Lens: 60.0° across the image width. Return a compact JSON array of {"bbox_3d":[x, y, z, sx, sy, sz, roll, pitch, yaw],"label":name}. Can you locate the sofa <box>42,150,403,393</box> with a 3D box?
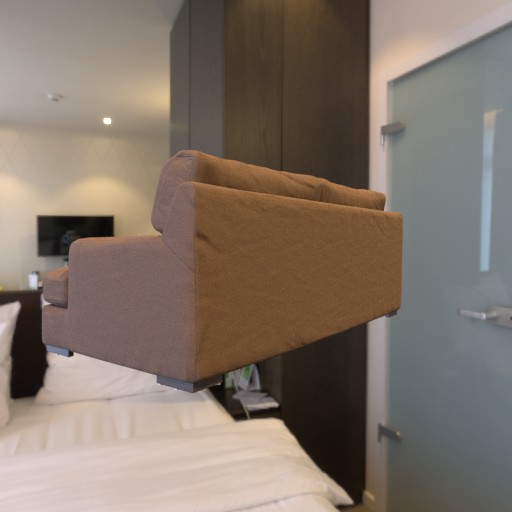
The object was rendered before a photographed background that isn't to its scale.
[{"bbox_3d":[0.000,0.000,2.827,1.140,0.950,2.274,1,2,37],"label":"sofa"}]
